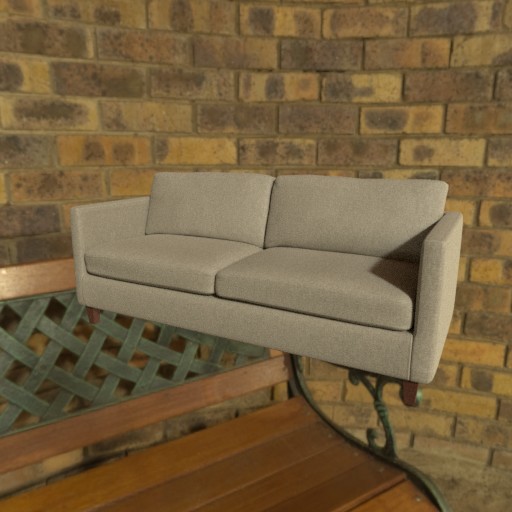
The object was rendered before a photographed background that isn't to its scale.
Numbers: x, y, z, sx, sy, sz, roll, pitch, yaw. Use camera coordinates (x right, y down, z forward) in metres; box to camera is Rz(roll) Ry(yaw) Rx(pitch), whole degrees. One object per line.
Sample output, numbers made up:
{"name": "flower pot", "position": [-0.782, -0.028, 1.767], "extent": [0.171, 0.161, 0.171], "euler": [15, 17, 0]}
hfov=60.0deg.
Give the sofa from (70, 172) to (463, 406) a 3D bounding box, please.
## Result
{"name": "sofa", "position": [0.000, 0.000, 2.698], "extent": [2.208, 0.963, 0.956], "euler": [7, 15, 27]}
